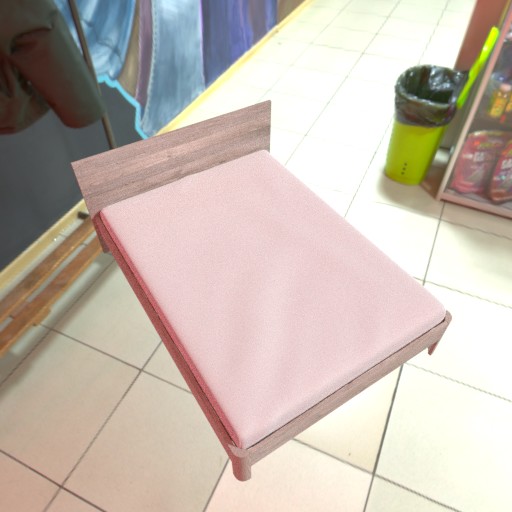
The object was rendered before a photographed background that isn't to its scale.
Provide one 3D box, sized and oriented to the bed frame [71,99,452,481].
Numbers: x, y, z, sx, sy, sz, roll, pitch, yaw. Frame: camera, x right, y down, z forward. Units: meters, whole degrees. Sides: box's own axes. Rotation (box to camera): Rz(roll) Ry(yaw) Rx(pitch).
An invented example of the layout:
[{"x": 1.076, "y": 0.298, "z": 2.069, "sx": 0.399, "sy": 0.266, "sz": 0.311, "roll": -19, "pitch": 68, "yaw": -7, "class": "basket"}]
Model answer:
[{"x": 0.000, "y": 0.000, "z": 2.765, "sx": 1.490, "sy": 0.800, "sz": 1.950, "roll": -25, "pitch": 52, "yaw": -22, "class": "bed frame"}]
